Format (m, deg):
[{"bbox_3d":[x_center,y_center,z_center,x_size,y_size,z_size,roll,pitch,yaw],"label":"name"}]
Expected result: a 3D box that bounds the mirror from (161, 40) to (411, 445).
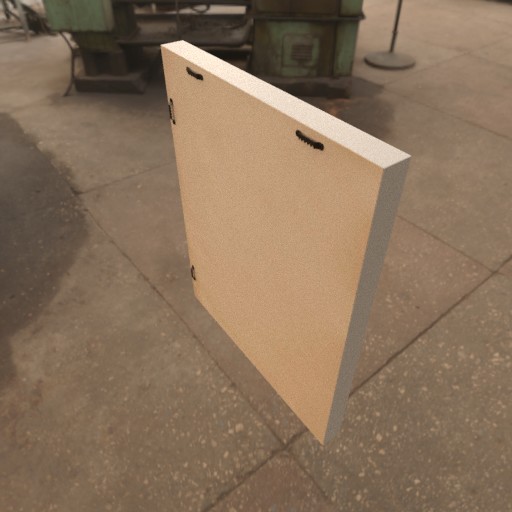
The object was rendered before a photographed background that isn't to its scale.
[{"bbox_3d":[0.000,0.000,0.669,0.041,0.509,0.406,-26,48,-26],"label":"mirror"}]
